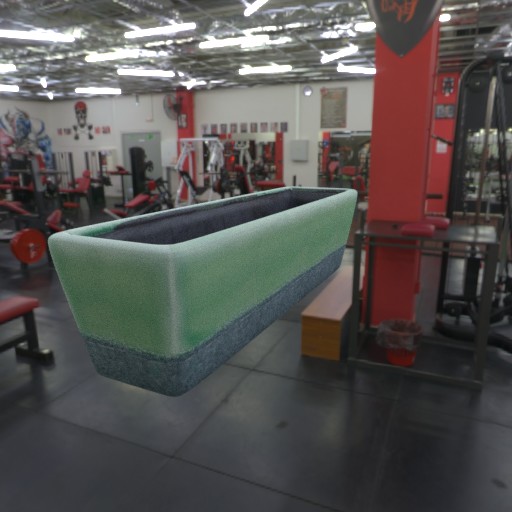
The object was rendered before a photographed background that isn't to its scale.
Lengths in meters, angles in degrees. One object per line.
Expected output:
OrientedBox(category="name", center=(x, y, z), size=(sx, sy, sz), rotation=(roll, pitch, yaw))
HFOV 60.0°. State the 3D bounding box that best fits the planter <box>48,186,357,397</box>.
OrientedBox(category="planter", center=(0.000, 0.000, 0.303), size=(0.072, 0.072, 0.275), rotation=(7, 15, 26))
